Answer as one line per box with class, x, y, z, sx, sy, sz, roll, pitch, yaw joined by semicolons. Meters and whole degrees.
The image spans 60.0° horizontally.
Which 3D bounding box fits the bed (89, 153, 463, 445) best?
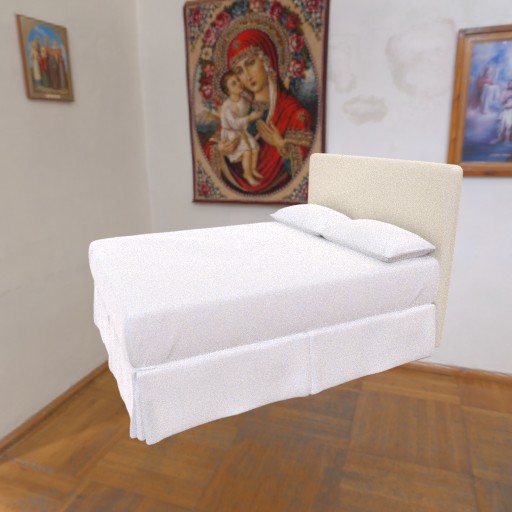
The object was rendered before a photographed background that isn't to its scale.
bed;0.000;0.000;3.174;2.147;1.330;1.714;-8;18;-25
